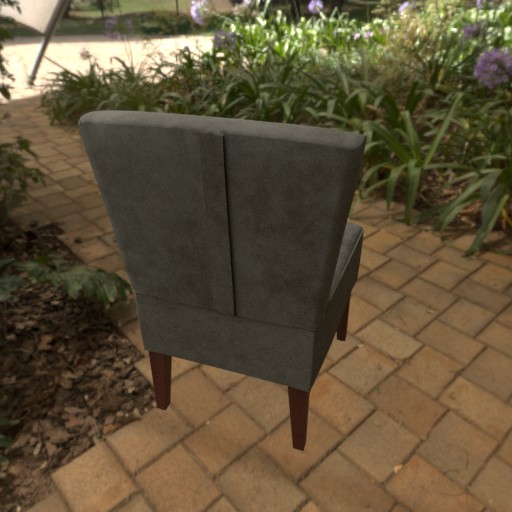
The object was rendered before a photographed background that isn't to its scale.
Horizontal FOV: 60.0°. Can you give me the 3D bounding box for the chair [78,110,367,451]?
[{"bbox_3d":[0.000,0.000,1.151,0.521,0.806,0.554,10,32,16],"label":"chair"}]
